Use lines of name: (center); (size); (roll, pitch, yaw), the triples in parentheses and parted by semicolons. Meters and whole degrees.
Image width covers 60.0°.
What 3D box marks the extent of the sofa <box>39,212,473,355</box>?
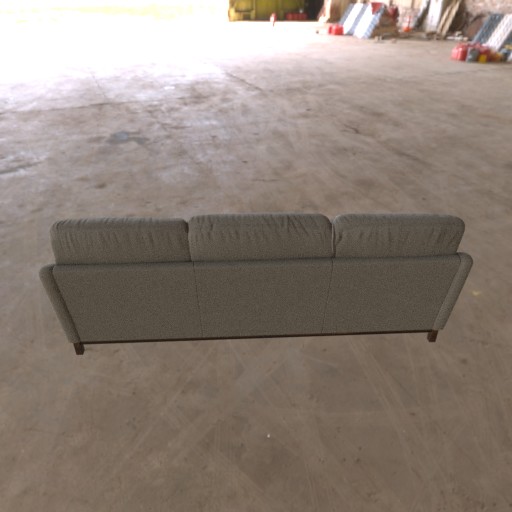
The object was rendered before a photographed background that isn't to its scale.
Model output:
sofa: (0.000, 0.000, 2.880); (2.344, 0.926, 0.987); (-2, 32, -2)
